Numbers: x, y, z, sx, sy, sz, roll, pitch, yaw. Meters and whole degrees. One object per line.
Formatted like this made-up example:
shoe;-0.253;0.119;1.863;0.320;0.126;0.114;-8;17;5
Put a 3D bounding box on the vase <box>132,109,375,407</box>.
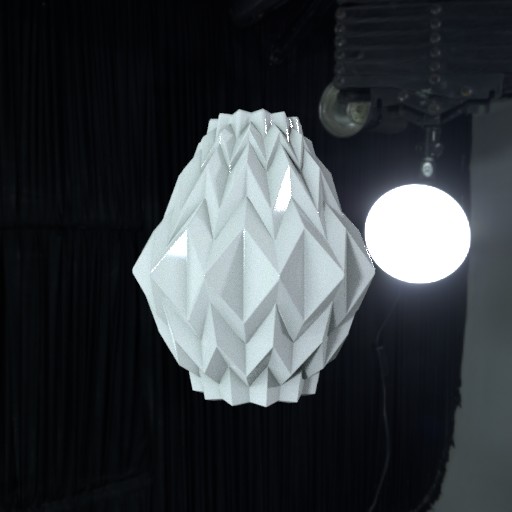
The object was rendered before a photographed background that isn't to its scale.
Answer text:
vase;0.000;0.000;0.308;0.164;0.185;0.164;0;1;0
